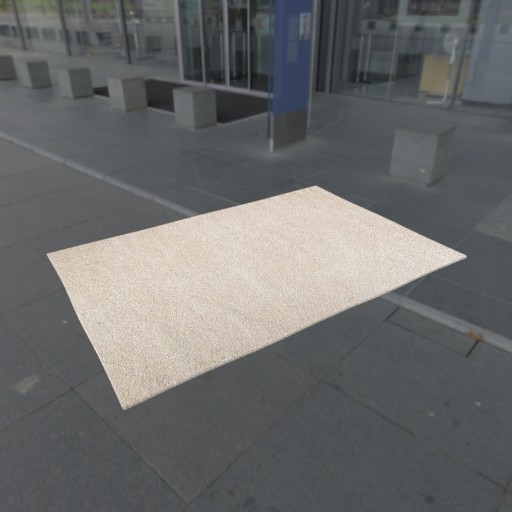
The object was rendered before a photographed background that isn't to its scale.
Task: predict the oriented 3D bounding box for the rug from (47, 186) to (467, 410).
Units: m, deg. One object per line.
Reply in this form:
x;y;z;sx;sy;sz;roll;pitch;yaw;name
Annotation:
0.000;0.000;3.427;2.699;0.025;1.800;-18;34;-28;rug
